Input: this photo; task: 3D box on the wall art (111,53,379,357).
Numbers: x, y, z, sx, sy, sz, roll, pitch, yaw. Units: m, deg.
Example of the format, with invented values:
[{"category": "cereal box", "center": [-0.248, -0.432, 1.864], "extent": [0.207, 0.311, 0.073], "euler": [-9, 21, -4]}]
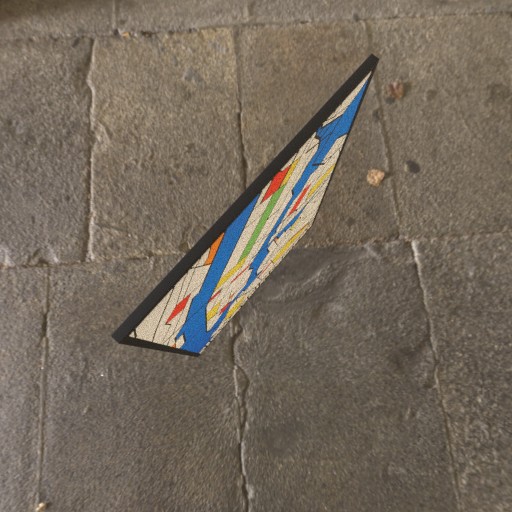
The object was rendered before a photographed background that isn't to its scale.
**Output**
[{"category": "wall art", "center": [0.000, 0.000, 0.827], "extent": [0.013, 0.657, 0.457], "euler": [40, 79, 9]}]
